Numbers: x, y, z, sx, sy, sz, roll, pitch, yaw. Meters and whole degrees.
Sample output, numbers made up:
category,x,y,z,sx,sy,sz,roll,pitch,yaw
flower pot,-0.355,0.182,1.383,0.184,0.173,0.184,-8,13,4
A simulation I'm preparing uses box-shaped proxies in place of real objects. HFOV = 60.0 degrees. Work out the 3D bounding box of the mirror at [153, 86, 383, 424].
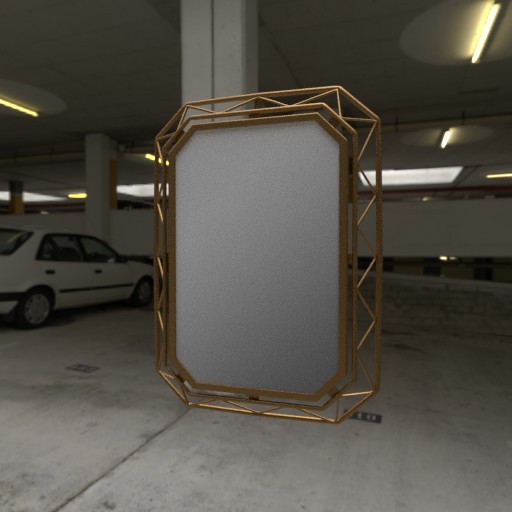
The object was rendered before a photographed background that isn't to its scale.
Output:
category,x,y,z,sx,sy,sz,roll,pitch,yaw
mirror,0.000,0.000,0.759,0.417,0.566,0.042,0,1,18
